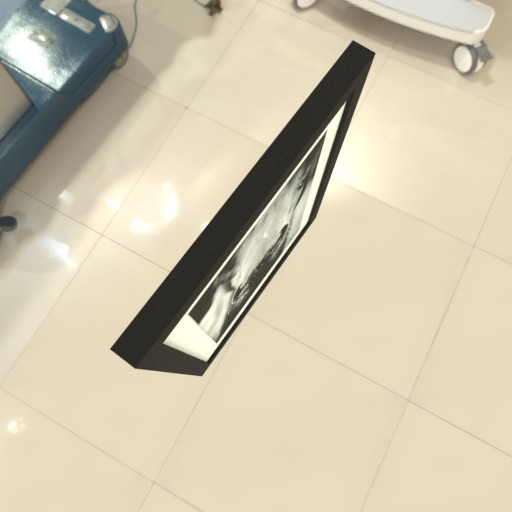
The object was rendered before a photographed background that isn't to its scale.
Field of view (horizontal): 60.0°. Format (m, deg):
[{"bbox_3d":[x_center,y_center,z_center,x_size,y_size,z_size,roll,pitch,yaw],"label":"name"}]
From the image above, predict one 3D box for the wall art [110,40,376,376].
[{"bbox_3d":[0.000,0.000,0.547,0.024,0.404,0.329,34,77,9],"label":"wall art"}]
